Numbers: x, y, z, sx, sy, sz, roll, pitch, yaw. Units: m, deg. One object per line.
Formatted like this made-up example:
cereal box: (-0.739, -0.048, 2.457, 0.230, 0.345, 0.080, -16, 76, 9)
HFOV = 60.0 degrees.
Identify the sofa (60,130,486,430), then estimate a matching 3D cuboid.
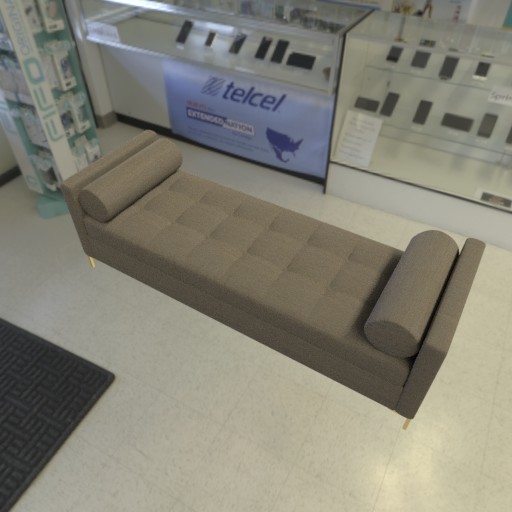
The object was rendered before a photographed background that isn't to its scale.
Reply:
sofa: (0.000, 0.000, 2.327, 1.981, 0.635, 0.686, 23, 48, 22)
